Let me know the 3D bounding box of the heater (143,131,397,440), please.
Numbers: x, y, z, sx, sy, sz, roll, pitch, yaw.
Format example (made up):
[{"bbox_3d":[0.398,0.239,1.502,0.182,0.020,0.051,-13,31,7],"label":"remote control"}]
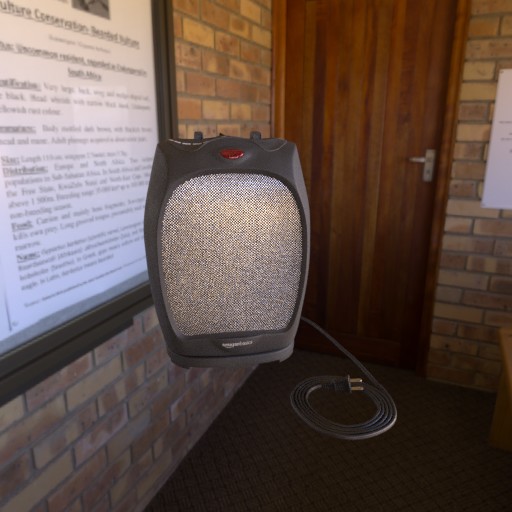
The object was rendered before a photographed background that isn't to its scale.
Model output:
[{"bbox_3d":[0.000,0.000,0.472,0.239,0.255,0.291,-3,16,-9],"label":"heater"}]
